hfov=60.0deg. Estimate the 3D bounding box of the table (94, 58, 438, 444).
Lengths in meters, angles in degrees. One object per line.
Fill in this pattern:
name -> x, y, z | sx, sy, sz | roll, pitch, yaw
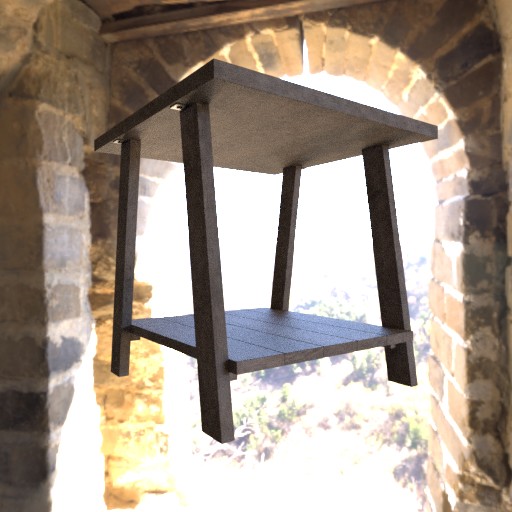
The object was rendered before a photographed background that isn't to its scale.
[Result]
table -> 0.000, 0.000, 1.104 | 0.610, 0.610, 0.610 | 0, 0, -36
